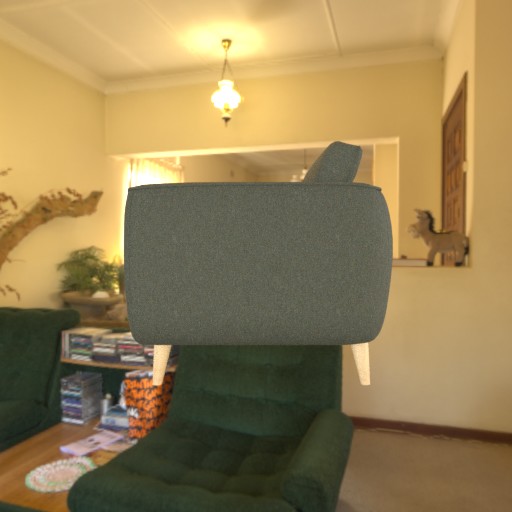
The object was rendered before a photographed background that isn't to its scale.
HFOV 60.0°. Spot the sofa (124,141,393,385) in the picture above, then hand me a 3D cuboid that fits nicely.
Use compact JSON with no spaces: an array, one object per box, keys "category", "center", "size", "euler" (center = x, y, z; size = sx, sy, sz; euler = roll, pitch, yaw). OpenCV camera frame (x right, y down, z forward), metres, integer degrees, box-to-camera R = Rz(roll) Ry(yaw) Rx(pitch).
[{"category":"sofa","center":[0.000,0.000,2.213],"size":[0.920,0.850,1.700],"euler":[0,1,0]}]
